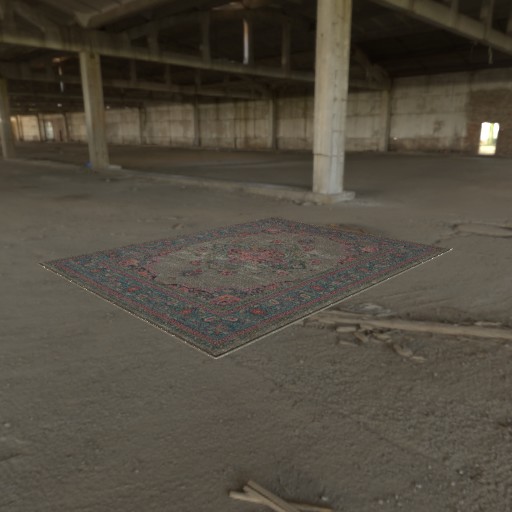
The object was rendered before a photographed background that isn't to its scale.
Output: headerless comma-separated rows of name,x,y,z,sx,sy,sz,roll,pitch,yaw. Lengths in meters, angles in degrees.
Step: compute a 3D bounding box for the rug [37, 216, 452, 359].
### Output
rug,0.000,0.000,4.137,2.434,0.013,3.057,15,22,42
